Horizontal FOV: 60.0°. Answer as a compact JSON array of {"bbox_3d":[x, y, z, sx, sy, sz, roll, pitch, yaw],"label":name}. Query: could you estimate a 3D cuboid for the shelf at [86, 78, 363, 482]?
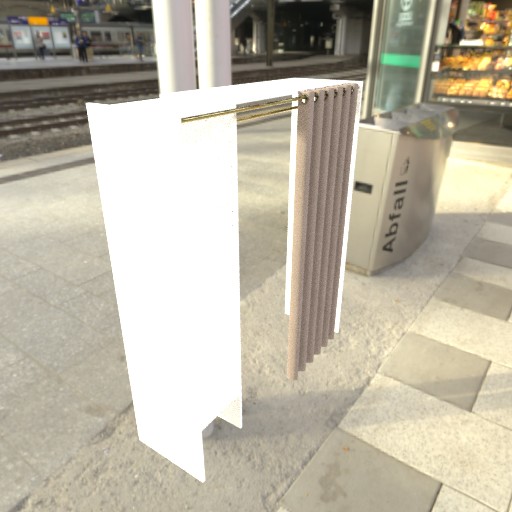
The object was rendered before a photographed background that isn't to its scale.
[{"bbox_3d":[0.000,0.000,2.581,0.500,1.820,1.600,17,31,31],"label":"shelf"}]
